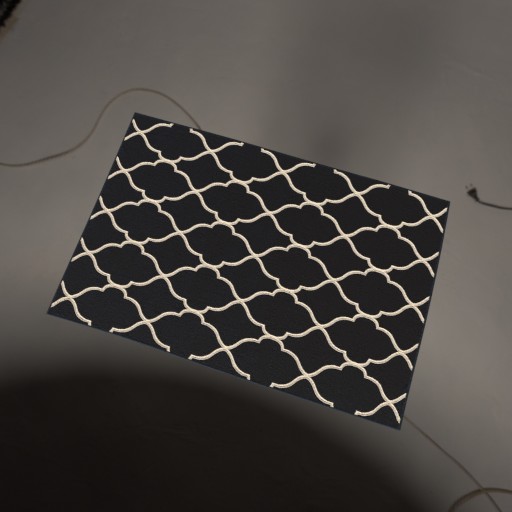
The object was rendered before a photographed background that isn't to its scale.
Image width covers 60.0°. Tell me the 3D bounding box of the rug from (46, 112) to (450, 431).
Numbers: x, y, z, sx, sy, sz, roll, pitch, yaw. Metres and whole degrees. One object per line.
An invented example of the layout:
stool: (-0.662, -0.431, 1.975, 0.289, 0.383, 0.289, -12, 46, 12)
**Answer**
rug: (0.000, 0.000, 2.891, 2.294, 0.014, 1.528, 17, 76, 4)
